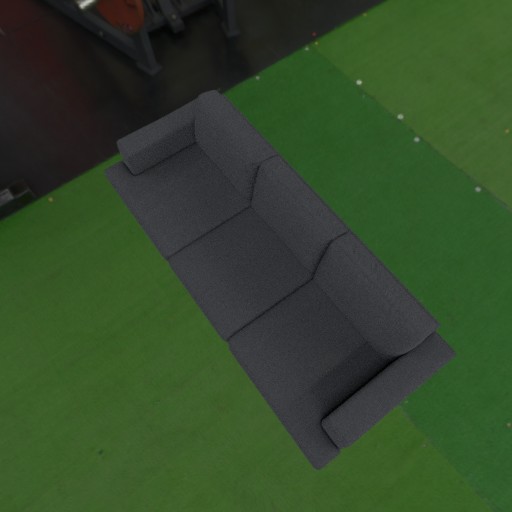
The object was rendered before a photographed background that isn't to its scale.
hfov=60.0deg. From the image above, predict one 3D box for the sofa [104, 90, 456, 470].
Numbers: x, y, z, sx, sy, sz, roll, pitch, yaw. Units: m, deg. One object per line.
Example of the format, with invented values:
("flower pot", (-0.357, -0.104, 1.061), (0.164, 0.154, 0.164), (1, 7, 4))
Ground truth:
("sofa", (0.000, 0.000, 2.734), (0.920, 0.810, 2.310), (-34, 69, -15))
